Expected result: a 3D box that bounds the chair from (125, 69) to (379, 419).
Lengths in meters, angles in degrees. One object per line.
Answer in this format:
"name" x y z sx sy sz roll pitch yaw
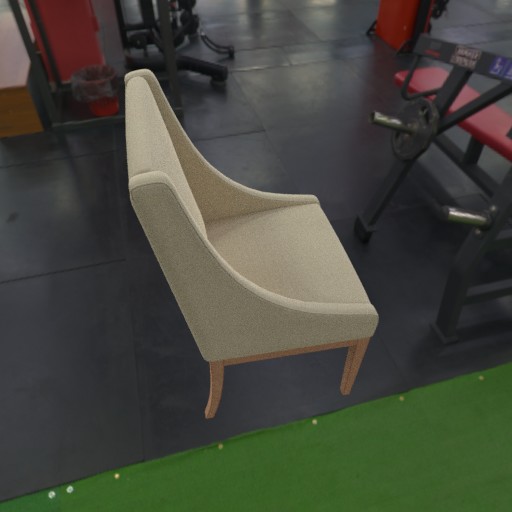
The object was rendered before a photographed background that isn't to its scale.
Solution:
"chair" 0.000 0.000 1.400 0.611 1.021 0.575 -9 46 -9
